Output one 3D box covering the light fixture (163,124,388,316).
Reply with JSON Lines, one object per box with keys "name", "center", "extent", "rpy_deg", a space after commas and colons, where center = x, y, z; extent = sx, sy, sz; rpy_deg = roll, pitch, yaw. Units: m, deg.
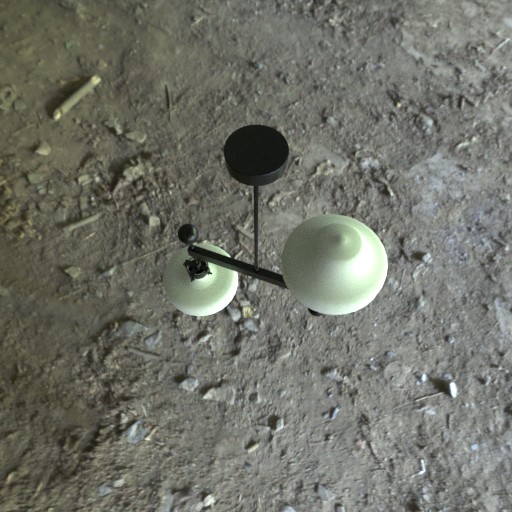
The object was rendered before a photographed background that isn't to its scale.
{"name": "light fixture", "center": [0.000, 0.000, 1.023], "extent": [0.489, 0.743, 0.422], "rpy_deg": [-15, 64, -7]}
